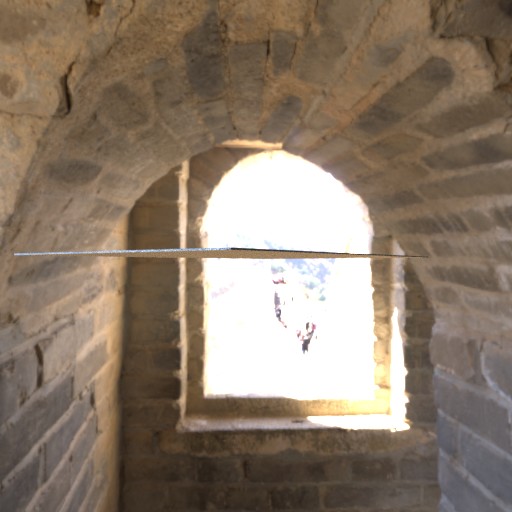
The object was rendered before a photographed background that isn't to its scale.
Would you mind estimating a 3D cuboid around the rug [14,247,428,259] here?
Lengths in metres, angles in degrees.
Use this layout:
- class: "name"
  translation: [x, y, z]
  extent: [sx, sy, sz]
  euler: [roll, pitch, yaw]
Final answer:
- class: "rug"
  translation: [0.000, 0.000, 2.161]
  extent: [1.142, 0.006, 1.752]
  euler: [-1, -1, 37]
